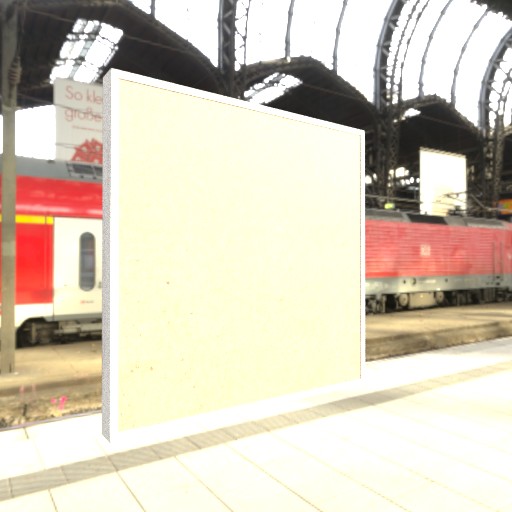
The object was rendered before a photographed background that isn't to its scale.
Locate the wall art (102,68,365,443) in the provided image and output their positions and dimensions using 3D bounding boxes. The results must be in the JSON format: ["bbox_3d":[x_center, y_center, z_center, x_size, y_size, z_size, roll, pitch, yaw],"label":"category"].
[{"bbox_3d":[0.000,0.000,0.761,0.508,0.508,0.038,0,-1,-35],"label":"wall art"}]
